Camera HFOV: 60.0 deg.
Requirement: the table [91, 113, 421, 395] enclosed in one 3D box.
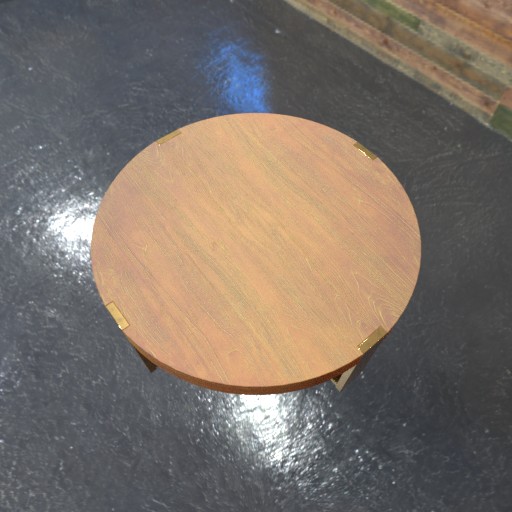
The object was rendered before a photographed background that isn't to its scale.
[{"bbox_3d":[0.000,0.000,1.686,1.100,0.420,1.100,0,58,0],"label":"table"}]
